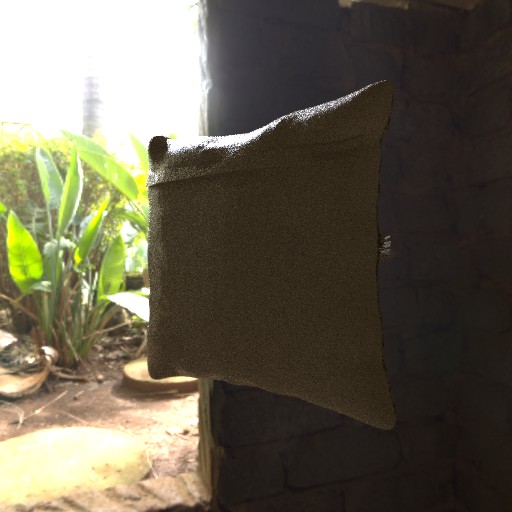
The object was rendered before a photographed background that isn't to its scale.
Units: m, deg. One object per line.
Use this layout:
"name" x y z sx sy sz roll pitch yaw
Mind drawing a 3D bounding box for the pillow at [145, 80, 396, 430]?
"pillow" 0.000 0.000 0.760 0.484 0.490 0.234 0 0 35
